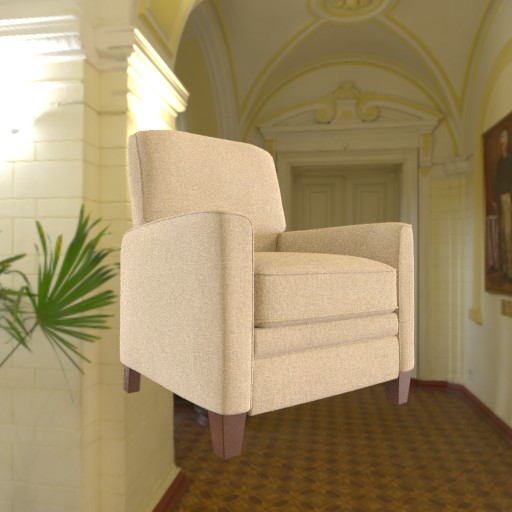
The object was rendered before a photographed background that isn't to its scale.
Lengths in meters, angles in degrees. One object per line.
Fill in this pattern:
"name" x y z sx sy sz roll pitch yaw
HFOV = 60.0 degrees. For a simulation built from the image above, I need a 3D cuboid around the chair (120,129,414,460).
"chair" 0.000 0.000 1.632 0.845 1.023 0.859 0 0 -36
